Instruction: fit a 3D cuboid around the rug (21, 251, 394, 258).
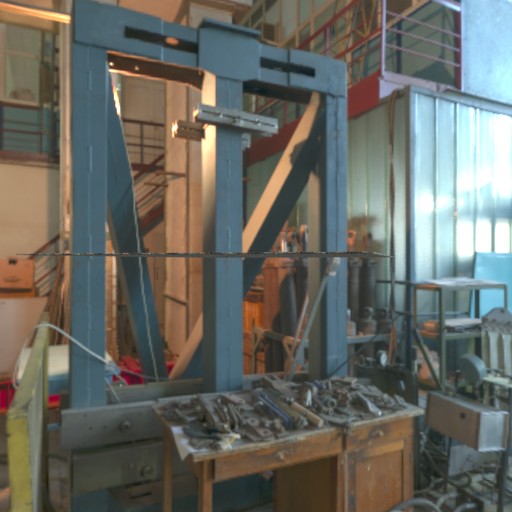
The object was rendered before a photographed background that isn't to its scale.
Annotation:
[{"bbox_3d":[0.000,0.000,4.145,2.379,0.011,3.221,0,-1,19],"label":"rug"}]
